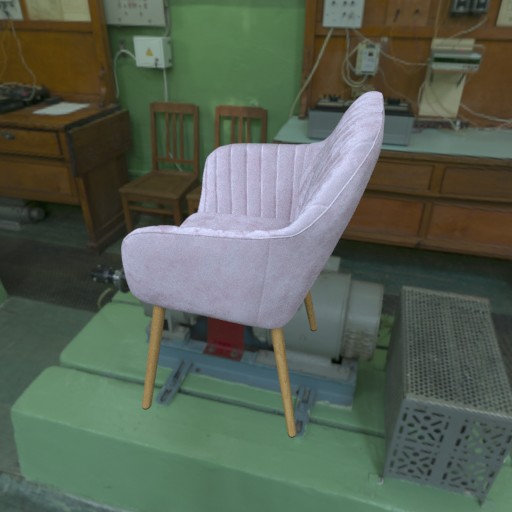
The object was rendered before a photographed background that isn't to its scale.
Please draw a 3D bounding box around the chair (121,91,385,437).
[{"bbox_3d":[0.000,0.000,1.214,0.570,0.832,0.610,7,32,12],"label":"chair"}]
